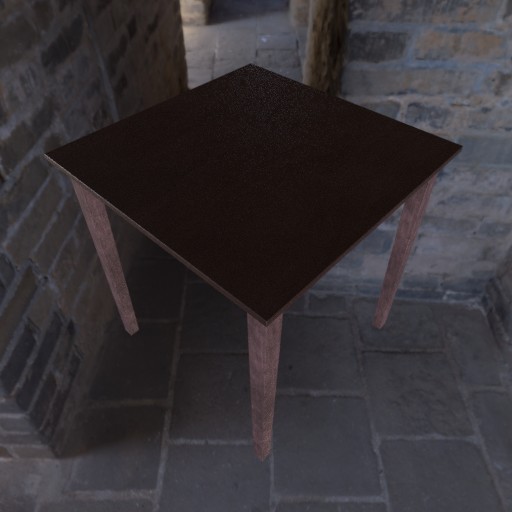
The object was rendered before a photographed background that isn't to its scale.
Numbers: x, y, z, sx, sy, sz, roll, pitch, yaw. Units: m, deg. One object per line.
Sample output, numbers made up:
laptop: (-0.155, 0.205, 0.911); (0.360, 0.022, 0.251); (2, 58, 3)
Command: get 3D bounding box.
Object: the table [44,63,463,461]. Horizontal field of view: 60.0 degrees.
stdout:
table: (0.000, 0.000, 1.395); (0.749, 0.770, 0.749); (34, 55, 28)
